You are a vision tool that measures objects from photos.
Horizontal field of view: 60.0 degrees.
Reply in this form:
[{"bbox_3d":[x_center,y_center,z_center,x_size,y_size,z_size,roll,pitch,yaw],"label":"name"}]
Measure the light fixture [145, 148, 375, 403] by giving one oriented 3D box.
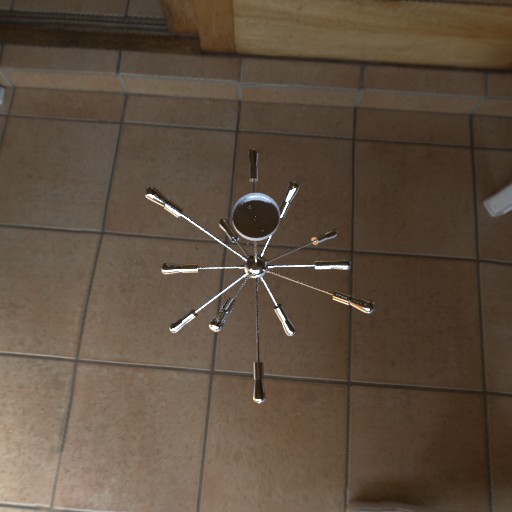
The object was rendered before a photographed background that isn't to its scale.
[{"bbox_3d":[0.000,0.000,1.063,0.509,0.558,0.684,-1,75,0],"label":"light fixture"}]
